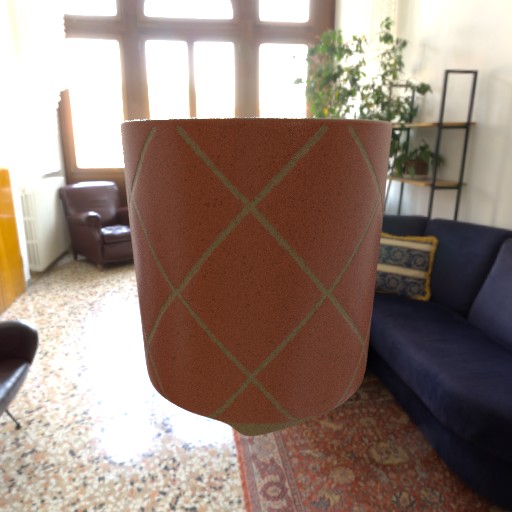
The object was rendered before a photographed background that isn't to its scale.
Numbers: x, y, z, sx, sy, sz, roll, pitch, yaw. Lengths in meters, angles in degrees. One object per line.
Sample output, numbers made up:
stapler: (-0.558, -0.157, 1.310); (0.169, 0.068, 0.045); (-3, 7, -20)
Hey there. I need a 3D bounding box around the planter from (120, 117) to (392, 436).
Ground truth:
planter: (0.000, 0.000, 0.348); (0.191, 0.200, 0.191); (0, 15, 0)
